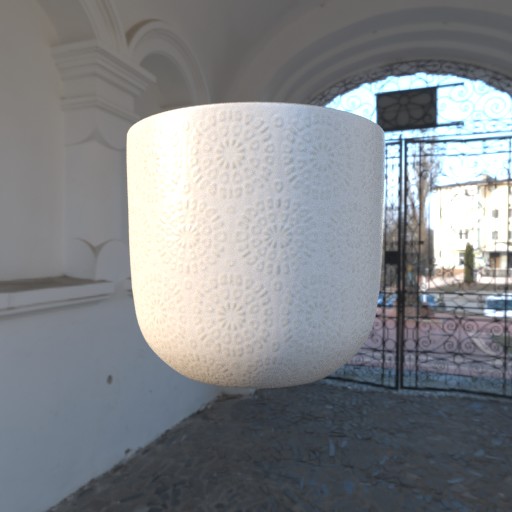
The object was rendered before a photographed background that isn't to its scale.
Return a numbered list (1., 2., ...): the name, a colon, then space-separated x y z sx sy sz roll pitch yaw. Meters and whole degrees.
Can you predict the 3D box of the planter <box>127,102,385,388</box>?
1. planter: 0.000 0.000 0.372 0.208 0.190 0.208 0 1 0
